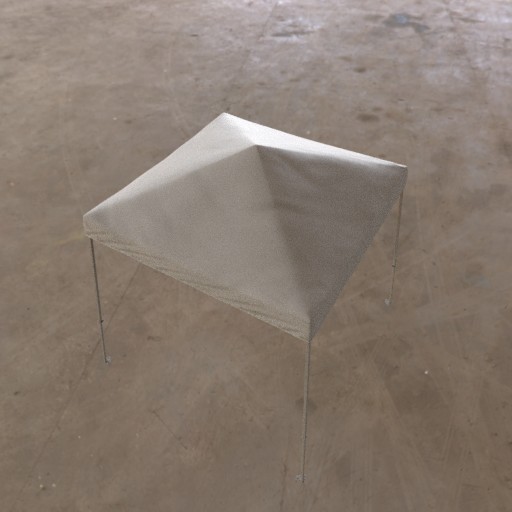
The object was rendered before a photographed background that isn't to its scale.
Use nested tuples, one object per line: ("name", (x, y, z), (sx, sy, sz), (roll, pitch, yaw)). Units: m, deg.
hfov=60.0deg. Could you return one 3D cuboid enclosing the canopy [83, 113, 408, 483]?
("canopy", (0.000, 0.000, 5.023), (2.849, 2.849, 2.848), (23, 49, 21))
